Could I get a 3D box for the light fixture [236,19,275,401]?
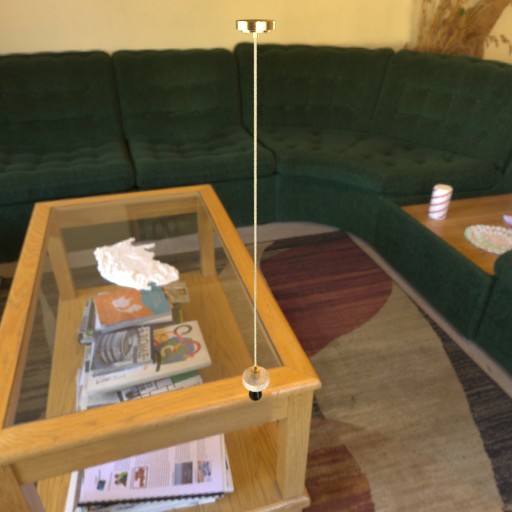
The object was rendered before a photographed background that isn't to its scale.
[{"bbox_3d":[0.000,0.000,1.776,0.129,1.669,0.129,-20,37,-29],"label":"light fixture"}]
